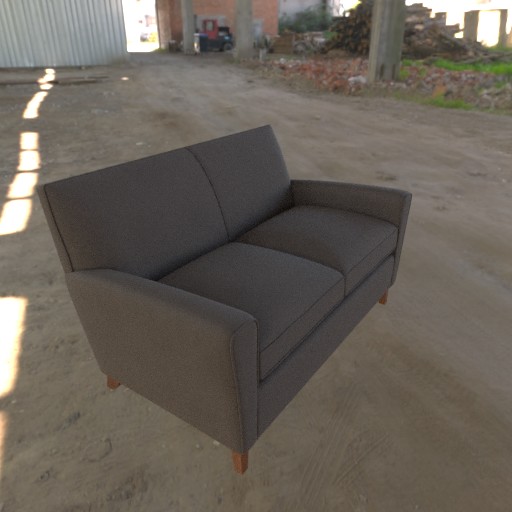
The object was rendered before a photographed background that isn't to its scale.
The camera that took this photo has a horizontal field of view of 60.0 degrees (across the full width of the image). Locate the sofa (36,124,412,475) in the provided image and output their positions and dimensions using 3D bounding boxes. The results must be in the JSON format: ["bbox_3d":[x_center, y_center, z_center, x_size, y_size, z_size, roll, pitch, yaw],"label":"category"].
[{"bbox_3d":[0.000,0.000,1.936,0.871,0.846,1.420,18,32,31],"label":"sofa"}]
